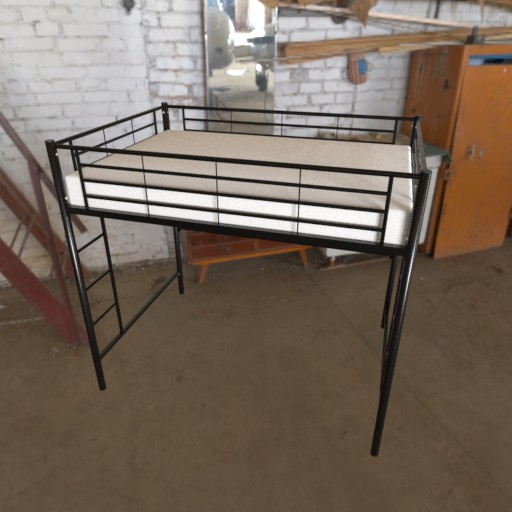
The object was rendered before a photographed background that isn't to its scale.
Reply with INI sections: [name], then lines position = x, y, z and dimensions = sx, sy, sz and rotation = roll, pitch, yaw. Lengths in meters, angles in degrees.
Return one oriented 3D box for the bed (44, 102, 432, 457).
[bed]
position = 0.000, 0.000, 3.147
dimensions = 1.994, 1.803, 1.397
rotation = 8, 29, 15
